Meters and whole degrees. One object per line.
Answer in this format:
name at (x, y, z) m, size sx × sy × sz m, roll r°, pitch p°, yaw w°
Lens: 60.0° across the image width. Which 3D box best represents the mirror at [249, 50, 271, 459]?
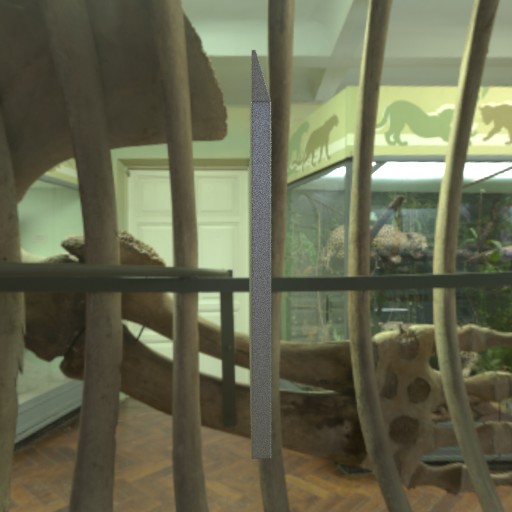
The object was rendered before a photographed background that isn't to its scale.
mirror at (0.000, 0.000, 1.117) m, size 0.030 × 0.630 × 0.870 m, roll 0°, pitch -1°, yaw -1°
